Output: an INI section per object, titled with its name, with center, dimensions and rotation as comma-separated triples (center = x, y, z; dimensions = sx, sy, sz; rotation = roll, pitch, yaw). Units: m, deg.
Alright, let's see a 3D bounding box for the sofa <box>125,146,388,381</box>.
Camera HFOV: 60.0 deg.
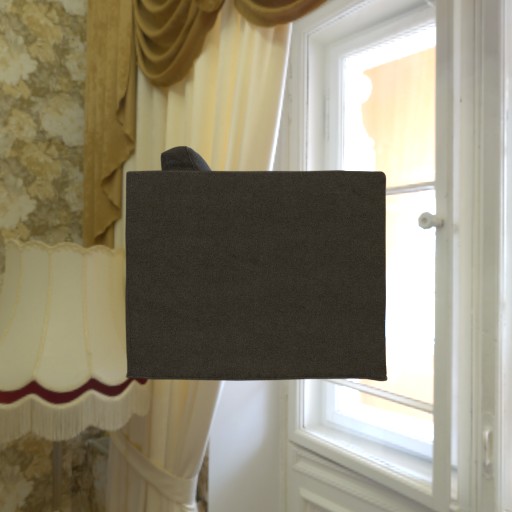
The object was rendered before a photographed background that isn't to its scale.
[sofa]
center = 0.000, 0.000, 2.506
dimensions = 0.953, 0.855, 1.982
rotation = 0, 0, -1
